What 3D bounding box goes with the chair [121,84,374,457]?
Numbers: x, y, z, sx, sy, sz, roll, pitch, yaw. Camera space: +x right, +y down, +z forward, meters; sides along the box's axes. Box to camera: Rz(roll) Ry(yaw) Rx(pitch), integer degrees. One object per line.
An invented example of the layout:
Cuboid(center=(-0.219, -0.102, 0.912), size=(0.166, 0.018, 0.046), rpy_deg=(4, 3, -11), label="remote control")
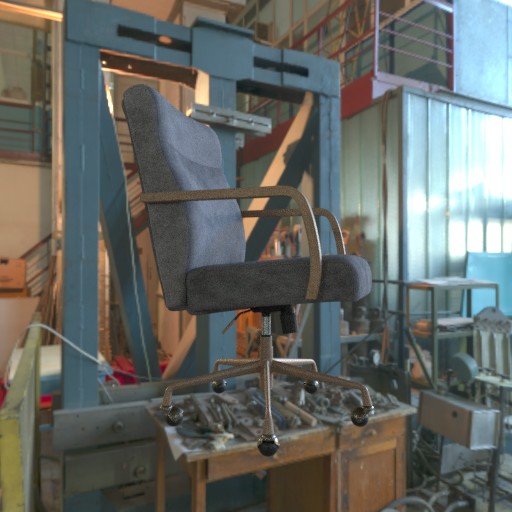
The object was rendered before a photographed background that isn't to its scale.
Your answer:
Cuboid(center=(0.000, 0.000, 1.445), size=(0.741, 1.029, 0.640), rpy_deg=(0, -1, 18), label="chair")
